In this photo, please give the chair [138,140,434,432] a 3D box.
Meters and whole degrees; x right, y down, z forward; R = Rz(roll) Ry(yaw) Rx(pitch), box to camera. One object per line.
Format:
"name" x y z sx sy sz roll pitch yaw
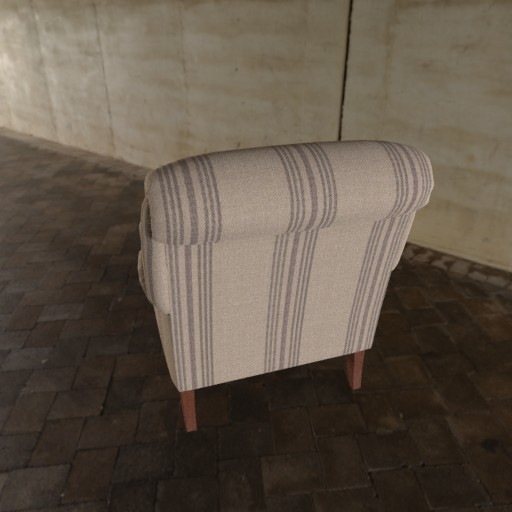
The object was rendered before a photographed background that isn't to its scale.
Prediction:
"chair" 0.000 0.000 1.598 0.813 0.940 0.914 -9 28 -16
